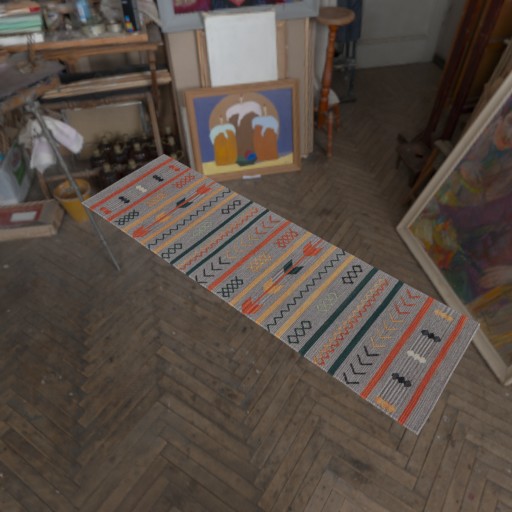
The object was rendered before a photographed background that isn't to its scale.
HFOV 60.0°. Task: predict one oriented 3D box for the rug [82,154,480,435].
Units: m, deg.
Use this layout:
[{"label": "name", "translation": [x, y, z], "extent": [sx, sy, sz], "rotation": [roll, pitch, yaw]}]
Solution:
[{"label": "rug", "translation": [0.000, 0.000, 2.629], "extent": [2.419, 0.022, 0.744], "rotation": [31, 54, 26]}]
